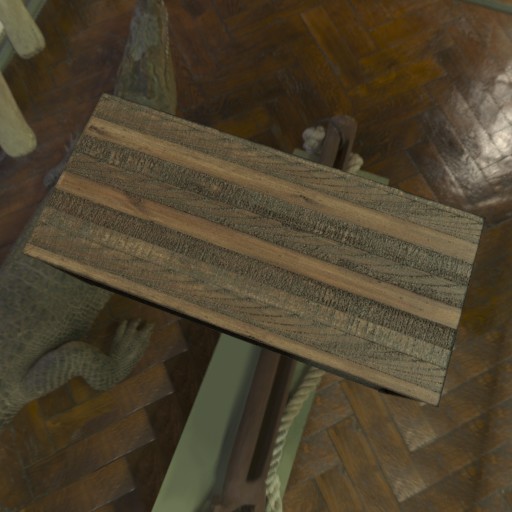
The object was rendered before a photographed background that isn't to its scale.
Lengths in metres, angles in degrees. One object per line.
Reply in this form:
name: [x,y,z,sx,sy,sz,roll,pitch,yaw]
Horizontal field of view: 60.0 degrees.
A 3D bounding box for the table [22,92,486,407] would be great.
table: [0.000,0.000,1.229,0.990,0.399,0.452,19,77,5]
